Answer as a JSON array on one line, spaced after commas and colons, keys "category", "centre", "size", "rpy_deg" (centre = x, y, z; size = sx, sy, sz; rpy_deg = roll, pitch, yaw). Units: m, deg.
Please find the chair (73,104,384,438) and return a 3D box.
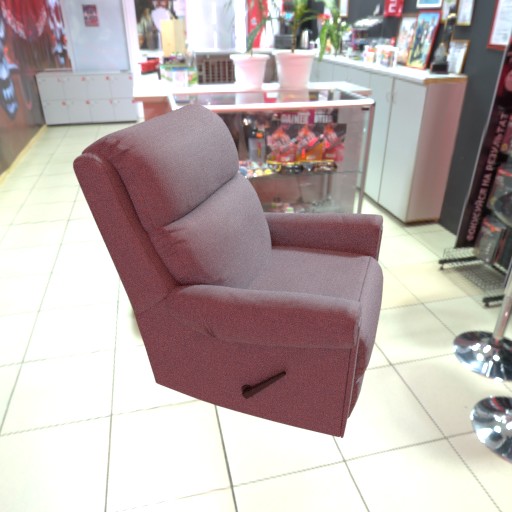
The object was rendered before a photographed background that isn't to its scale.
[{"category": "chair", "centre": [0.000, 0.000, 1.785], "size": [1.014, 1.054, 0.838], "rpy_deg": [9, 30, 17]}]
